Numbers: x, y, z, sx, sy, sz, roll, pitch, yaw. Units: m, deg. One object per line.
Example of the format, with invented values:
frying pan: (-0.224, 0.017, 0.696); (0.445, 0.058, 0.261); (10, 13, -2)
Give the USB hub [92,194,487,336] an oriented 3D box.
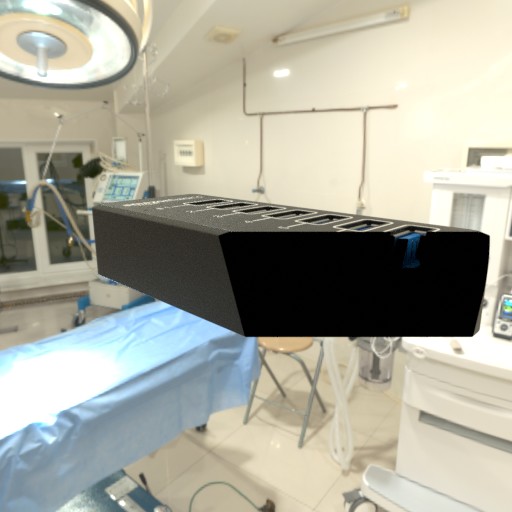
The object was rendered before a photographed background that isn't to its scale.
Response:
USB hub: (0.000, 0.000, 0.124); (0.110, 0.023, 0.044); (14, 20, 42)
